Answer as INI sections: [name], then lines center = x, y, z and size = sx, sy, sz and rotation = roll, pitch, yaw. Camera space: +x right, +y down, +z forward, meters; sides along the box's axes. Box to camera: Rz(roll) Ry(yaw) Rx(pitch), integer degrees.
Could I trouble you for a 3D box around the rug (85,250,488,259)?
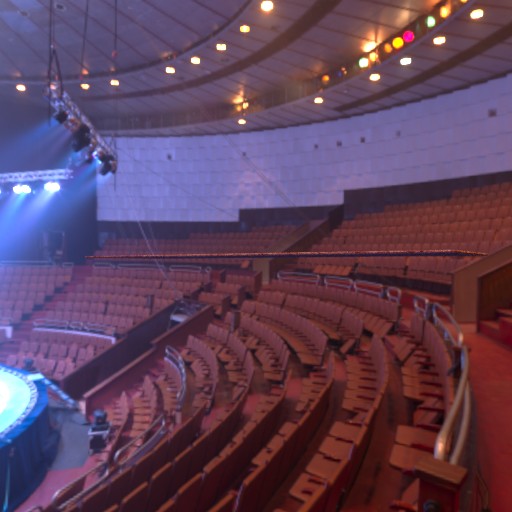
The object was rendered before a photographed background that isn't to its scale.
[rug]
center = 0.000, 0.000, 2.710
size = 2.435, 0.011, 0.750
rotation = -1, -1, 36
